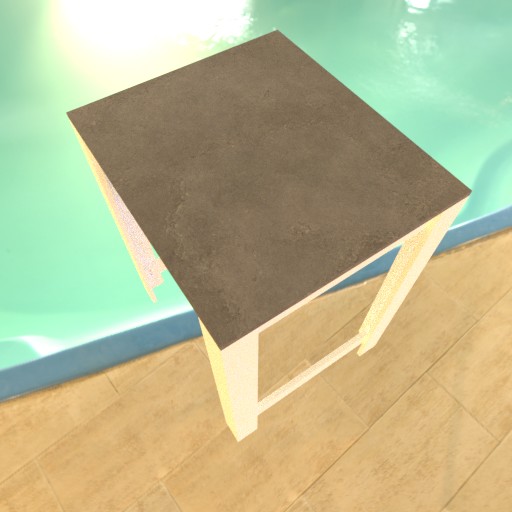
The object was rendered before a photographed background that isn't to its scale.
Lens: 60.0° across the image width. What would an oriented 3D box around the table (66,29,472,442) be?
[{"bbox_3d":[0.000,0.000,1.556,0.700,1.020,0.800,-30,62,-17],"label":"table"}]
